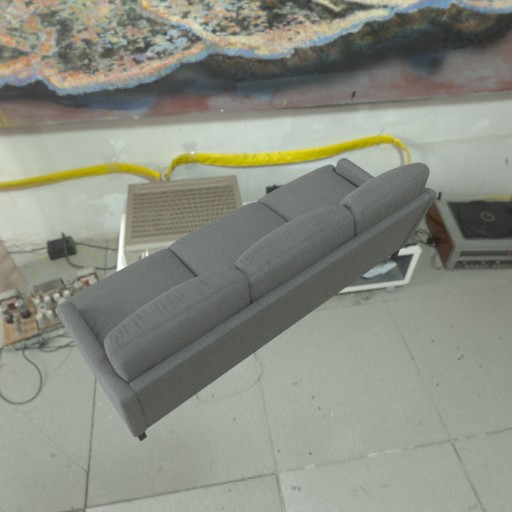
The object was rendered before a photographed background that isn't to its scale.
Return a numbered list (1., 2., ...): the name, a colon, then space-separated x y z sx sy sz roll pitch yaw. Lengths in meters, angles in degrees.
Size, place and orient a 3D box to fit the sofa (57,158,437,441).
1. sofa: 0.000 0.000 2.859 2.344 0.926 0.987 -31 53 -26
